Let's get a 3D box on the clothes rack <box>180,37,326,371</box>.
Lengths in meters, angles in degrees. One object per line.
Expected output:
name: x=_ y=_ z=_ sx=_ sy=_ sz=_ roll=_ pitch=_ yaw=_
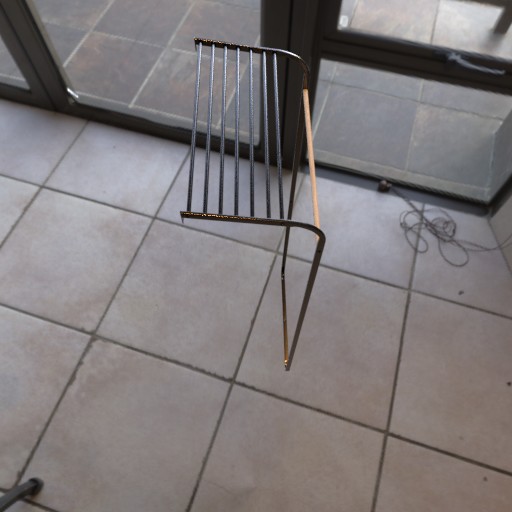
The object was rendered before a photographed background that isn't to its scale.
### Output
clothes rack: x=0.000 y=0.000 z=1.833 sx=0.349 sy=1.574 sz=0.609 roll=-1 pitch=62 yaw=0
